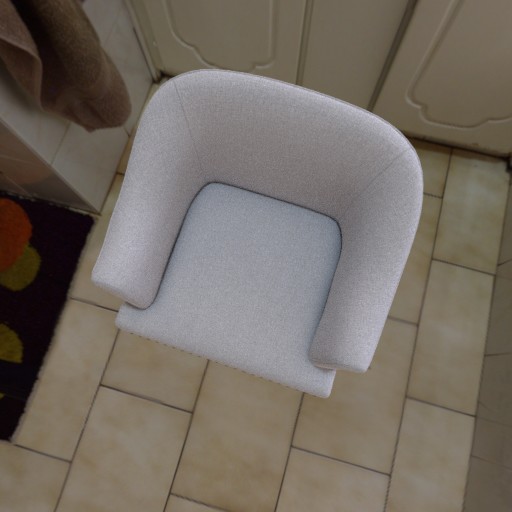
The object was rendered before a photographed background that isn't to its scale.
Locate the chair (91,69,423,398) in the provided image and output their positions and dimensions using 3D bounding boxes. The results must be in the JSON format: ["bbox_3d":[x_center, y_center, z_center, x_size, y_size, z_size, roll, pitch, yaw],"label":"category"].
[{"bbox_3d":[0.000,0.000,1.416,0.798,0.815,0.704,18,76,5],"label":"chair"}]
